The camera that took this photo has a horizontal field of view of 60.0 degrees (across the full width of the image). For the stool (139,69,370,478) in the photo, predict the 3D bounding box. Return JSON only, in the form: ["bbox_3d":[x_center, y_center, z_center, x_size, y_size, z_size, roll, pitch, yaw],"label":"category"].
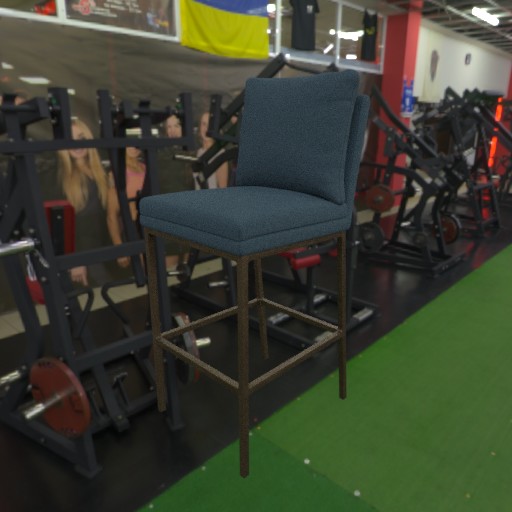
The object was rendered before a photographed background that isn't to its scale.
[{"bbox_3d":[0.000,0.000,1.436,0.568,1.124,0.463,-17,24,-42],"label":"stool"}]
